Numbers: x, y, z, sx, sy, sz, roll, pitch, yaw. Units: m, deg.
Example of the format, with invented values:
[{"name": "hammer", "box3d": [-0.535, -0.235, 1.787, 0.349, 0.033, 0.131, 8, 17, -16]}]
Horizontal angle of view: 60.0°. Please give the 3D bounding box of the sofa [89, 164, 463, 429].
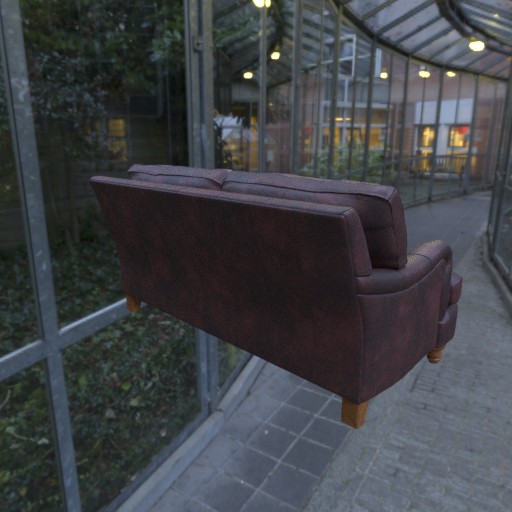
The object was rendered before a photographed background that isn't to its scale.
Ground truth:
[{"name": "sofa", "box3d": [0.000, 0.000, 2.754, 1.147, 1.071, 2.144, -14, 21, -43]}]
